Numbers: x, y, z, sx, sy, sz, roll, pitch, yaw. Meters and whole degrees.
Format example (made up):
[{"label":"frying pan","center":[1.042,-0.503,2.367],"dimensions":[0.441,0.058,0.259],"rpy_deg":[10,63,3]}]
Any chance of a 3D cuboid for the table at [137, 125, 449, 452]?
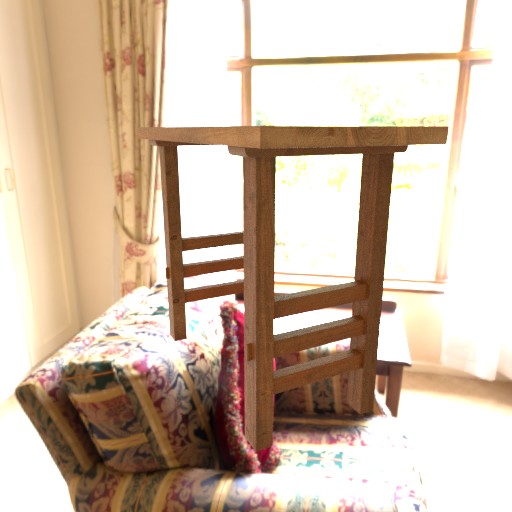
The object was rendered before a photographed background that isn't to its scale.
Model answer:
[{"label":"table","center":[0.000,0.000,1.636],"dimensions":[0.556,0.914,1.119],"rpy_deg":[-8,18,-26]}]
